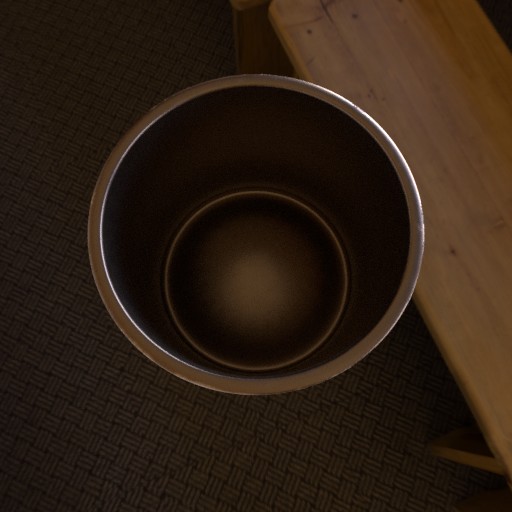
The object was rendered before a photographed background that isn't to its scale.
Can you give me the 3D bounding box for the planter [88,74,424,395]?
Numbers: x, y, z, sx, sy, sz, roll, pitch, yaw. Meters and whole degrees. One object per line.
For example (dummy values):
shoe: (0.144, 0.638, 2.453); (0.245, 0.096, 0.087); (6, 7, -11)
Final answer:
planter: (0.000, 0.000, 0.433); (0.254, 0.221, 0.254); (0, 75, 0)
